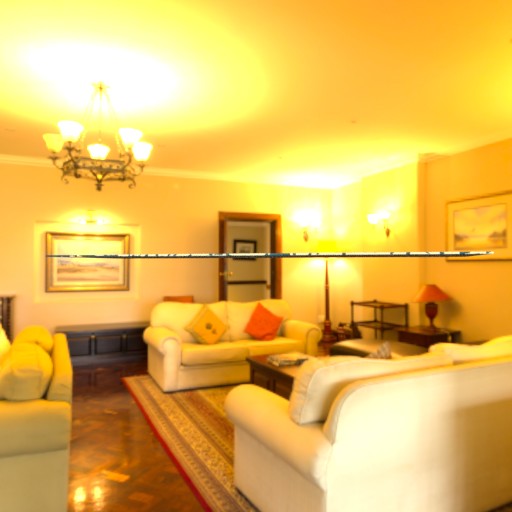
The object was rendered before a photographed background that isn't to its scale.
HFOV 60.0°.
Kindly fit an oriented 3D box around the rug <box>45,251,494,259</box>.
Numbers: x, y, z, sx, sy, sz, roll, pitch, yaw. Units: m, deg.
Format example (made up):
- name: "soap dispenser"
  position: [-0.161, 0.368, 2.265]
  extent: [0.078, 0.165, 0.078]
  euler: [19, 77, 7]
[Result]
- name: "rug"
  position: [0.000, 0.000, 2.678]
  extent: [2.435, 0.011, 0.750]
  euler: [0, -1, 17]
